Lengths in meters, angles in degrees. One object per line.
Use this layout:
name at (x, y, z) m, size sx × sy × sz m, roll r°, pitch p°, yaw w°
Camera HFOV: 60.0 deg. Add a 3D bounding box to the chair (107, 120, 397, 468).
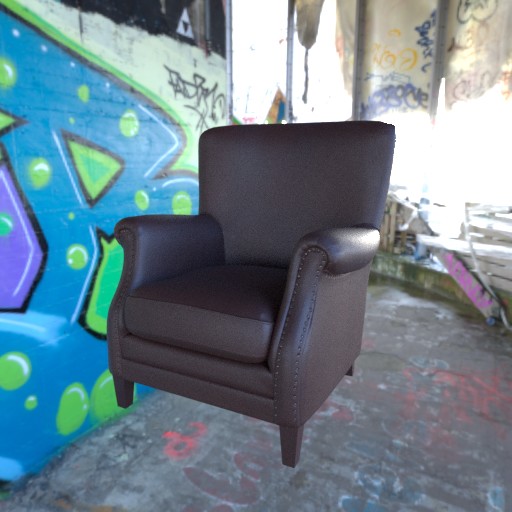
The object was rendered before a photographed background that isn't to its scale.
chair at (0.000, 0.000, 1.317) m, size 0.700 × 0.800 × 0.746 m, roll 6°, pitch 14°, yaw 27°
